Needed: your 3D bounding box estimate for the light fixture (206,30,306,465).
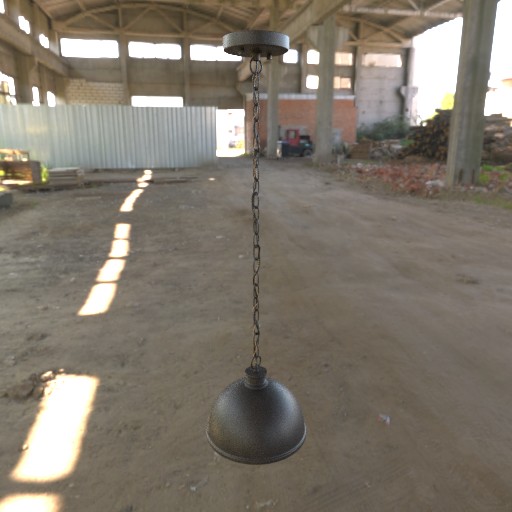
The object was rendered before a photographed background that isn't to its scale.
[{"bbox_3d":[0.000,0.000,1.210,0.304,1.090,0.304,-14,20,-43],"label":"light fixture"}]
